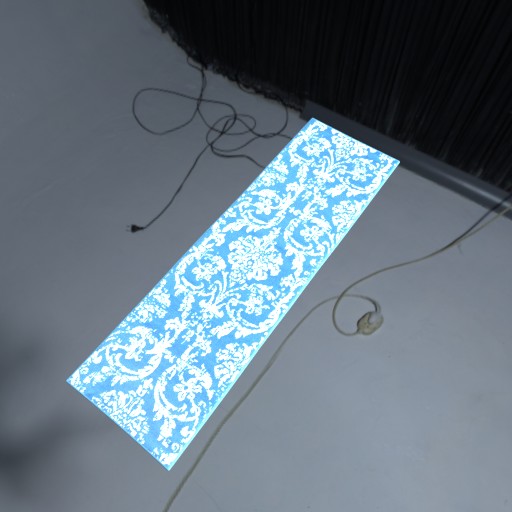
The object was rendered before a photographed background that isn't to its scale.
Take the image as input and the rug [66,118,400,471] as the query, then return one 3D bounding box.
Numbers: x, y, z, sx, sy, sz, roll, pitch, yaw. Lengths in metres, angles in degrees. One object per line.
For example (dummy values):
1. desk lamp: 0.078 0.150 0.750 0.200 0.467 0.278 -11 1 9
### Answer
1. rug: 0.000 0.000 2.470 0.662 0.011 2.196 32 65 17
